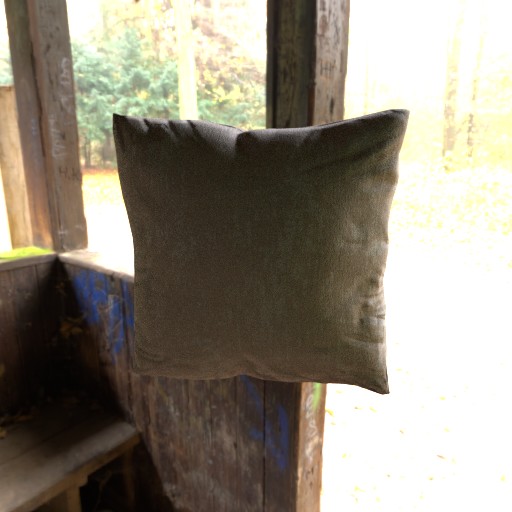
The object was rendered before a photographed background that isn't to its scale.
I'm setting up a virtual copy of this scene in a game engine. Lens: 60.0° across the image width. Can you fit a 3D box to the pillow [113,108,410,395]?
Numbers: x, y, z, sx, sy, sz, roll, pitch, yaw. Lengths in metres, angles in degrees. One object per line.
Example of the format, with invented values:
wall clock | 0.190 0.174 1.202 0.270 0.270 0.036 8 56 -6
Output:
pillow | 0.000 0.000 0.715 0.450 0.448 0.245 3 15 10
